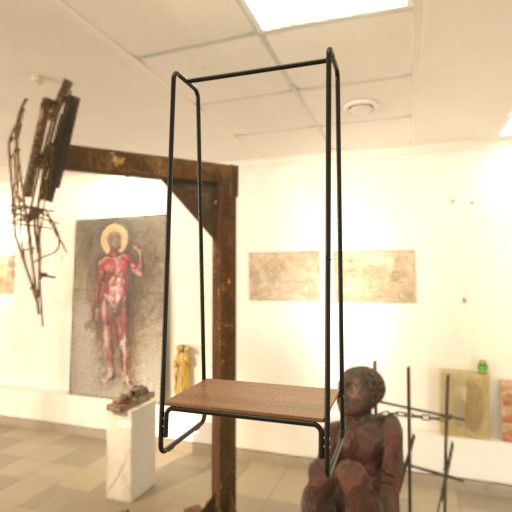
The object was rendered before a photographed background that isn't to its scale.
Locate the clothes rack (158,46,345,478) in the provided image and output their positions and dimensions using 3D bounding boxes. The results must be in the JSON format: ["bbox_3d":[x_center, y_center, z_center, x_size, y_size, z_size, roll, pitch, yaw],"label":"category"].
[{"bbox_3d":[0.000,0.000,1.752,0.640,1.500,0.400,-1,-2,18],"label":"clothes rack"}]
